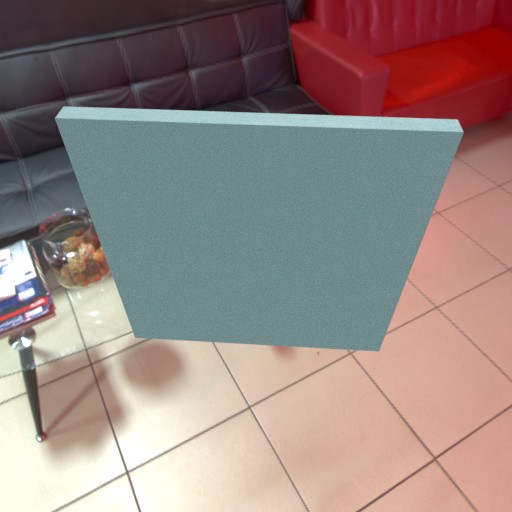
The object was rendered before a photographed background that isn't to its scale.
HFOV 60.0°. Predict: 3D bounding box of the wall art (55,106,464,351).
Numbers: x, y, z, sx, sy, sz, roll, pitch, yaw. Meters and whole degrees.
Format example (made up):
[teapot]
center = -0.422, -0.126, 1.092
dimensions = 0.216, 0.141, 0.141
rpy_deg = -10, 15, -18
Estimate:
[wall art]
center = 0.000, 0.000, 0.884
dimensions = 0.603, 0.603, 0.036
rpy_deg = 3, 47, 3
